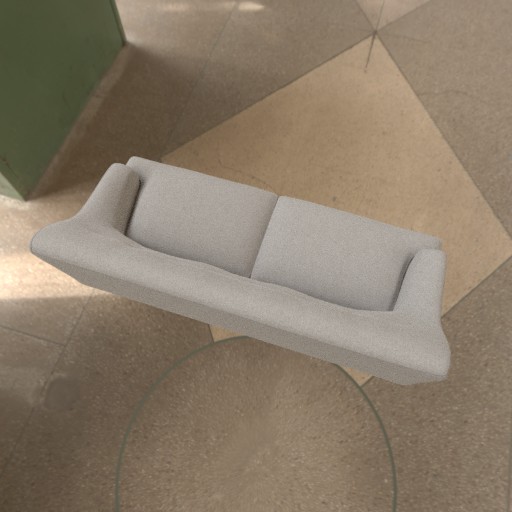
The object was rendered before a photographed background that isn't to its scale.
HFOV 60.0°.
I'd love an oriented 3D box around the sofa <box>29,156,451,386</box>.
[{"bbox_3d":[0.000,0.000,2.522,2.057,0.871,0.978,16,65,8],"label":"sofa"}]
